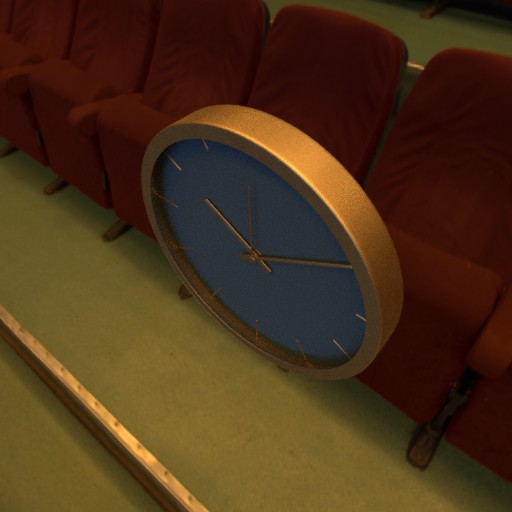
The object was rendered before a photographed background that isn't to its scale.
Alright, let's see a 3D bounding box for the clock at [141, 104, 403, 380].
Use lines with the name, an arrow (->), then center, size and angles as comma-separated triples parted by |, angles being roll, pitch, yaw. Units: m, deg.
clock -> 0.000, 0.000, 0.472 | 0.314, 0.314, 0.040 | 31, 54, 26
